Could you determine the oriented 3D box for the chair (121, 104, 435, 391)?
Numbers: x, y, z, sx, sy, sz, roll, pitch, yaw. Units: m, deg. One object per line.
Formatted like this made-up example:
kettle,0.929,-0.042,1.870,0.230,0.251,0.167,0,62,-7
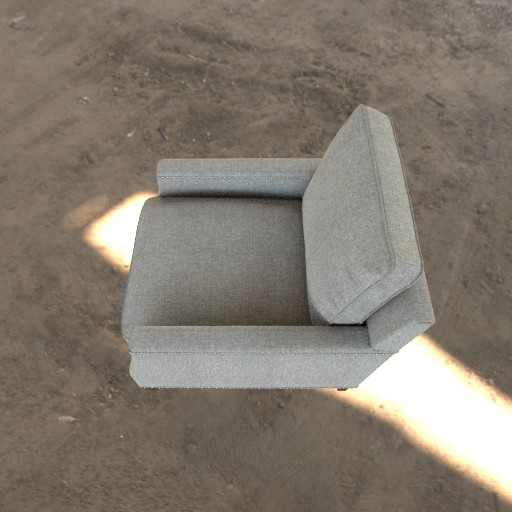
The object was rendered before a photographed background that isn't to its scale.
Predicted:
chair,0.000,0.000,1.736,1.014,0.943,0.853,0,58,0
